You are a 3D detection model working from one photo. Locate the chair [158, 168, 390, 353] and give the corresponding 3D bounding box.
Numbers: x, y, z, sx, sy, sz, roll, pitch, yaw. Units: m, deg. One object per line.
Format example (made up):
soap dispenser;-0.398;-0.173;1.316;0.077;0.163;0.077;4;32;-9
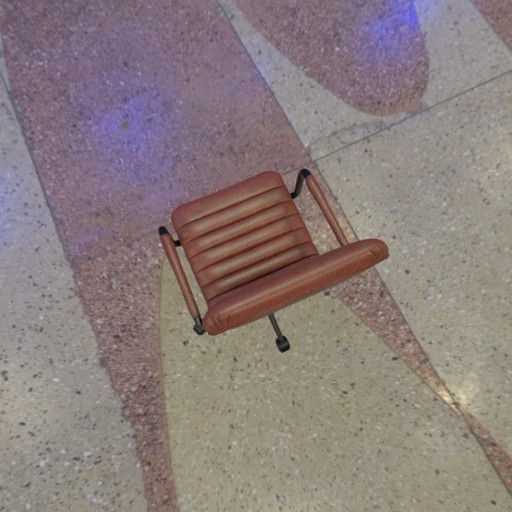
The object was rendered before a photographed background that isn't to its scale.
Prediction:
chair;0.000;0.000;1.388;0.608;0.979;0.580;-23;76;-6
